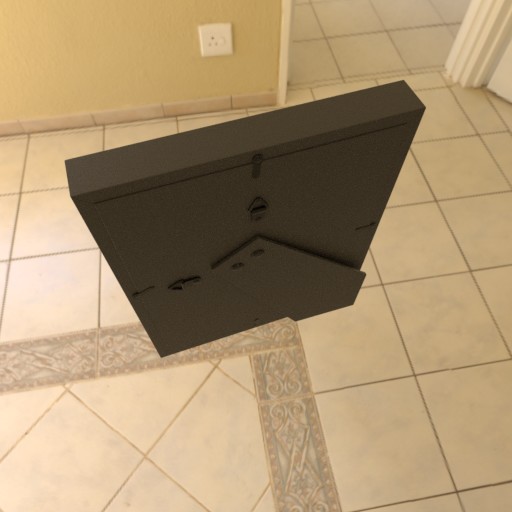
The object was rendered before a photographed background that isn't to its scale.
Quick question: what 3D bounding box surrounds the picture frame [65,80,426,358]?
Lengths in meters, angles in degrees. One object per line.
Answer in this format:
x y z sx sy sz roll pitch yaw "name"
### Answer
0.000 0.000 0.400 0.232 0.284 0.042 -16 60 -10 "picture frame"
